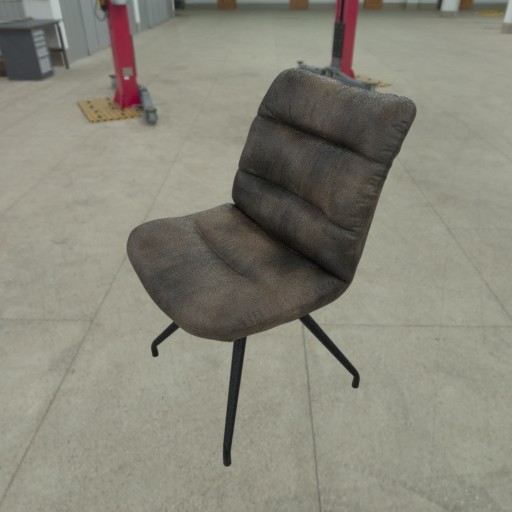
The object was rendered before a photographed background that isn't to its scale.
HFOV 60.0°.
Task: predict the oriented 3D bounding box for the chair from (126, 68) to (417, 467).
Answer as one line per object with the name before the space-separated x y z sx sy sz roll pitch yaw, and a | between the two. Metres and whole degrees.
chair | 0.000 0.000 1.229 0.622 0.870 0.549 -20 37 -28
